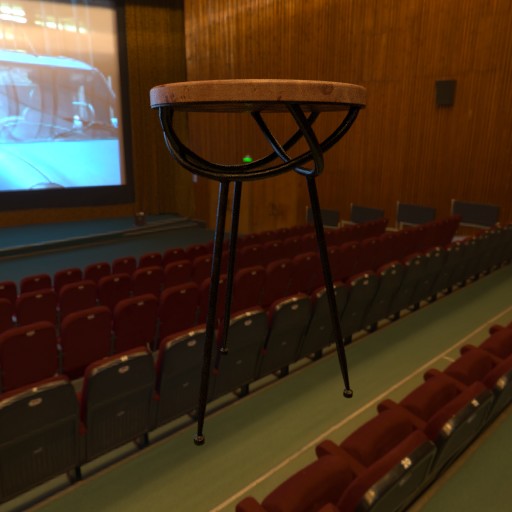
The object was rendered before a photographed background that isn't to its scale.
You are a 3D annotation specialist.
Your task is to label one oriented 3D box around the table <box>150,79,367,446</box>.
[{"bbox_3d":[0.000,0.000,0.946,0.418,0.664,0.414,-14,21,-41],"label":"table"}]
